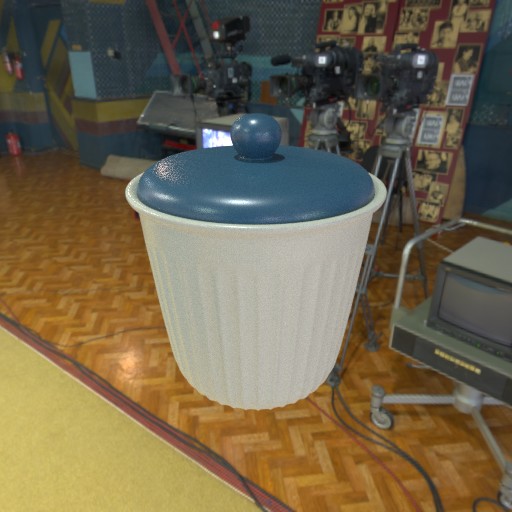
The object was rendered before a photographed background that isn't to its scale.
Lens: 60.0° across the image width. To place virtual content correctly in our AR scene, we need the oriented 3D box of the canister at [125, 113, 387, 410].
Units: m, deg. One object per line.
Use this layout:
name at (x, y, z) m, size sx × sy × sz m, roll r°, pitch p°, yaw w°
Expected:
canister at (0.000, 0.000, 0.342) m, size 0.181 × 0.211 × 0.181 m, roll 0°, pitch 25°, yaw 0°
